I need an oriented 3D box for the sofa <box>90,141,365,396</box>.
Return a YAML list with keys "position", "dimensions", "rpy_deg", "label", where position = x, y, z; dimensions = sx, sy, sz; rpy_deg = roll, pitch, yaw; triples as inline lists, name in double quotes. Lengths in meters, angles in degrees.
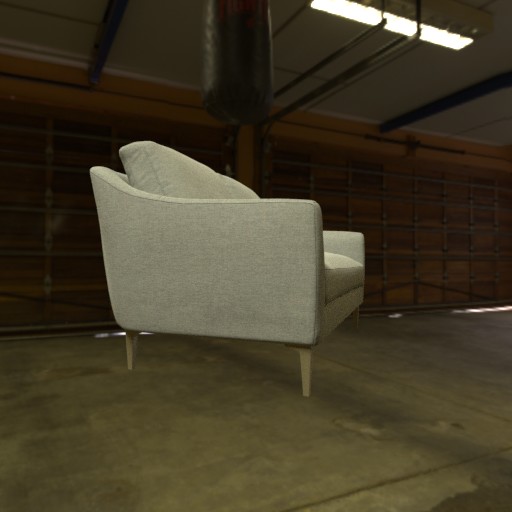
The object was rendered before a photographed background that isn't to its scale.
- position: [0.000, 0.000, 2.240]
  dimensions: [0.960, 0.904, 1.619]
  rpy_deg: [0, -1, 18]
  label: "sofa"
